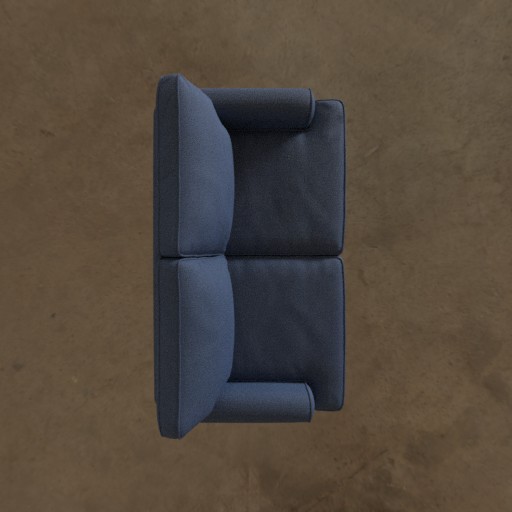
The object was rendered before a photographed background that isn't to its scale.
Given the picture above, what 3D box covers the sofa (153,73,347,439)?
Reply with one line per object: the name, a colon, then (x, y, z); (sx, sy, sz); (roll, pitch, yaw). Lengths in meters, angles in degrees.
sofa: (0.000, 0.000, 2.267); (0.965, 0.965, 1.651); (0, 91, 0)
